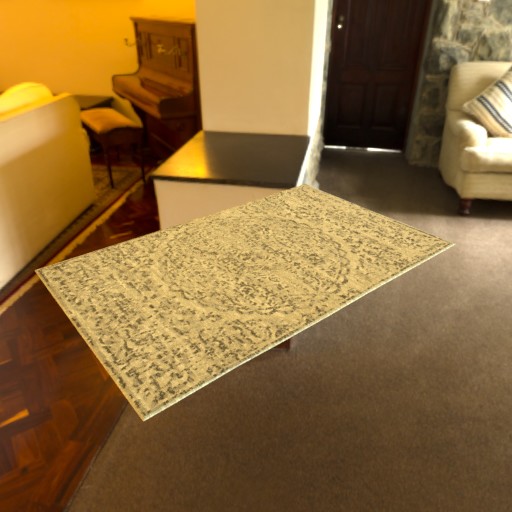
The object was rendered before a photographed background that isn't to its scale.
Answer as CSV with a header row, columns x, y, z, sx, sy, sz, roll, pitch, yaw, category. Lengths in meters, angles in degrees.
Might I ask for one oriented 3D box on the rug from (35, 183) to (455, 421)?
x,y,z,sx,sy,sz,roll,pitch,yaw,category
0.000,0.000,3.018,2.447,0.021,1.527,-22,37,-33,rug
